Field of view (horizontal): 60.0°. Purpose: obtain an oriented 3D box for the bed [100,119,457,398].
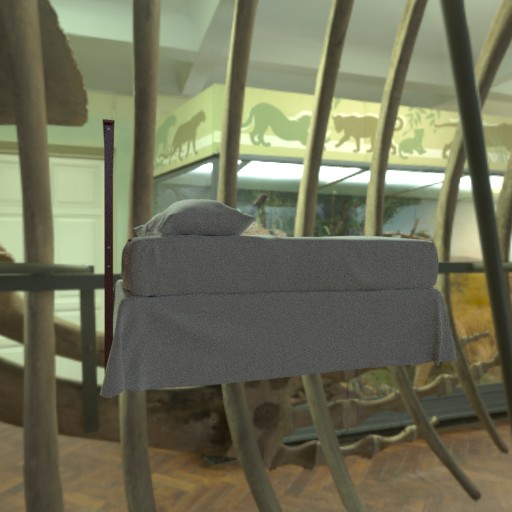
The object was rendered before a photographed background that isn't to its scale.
[{"bbox_3d":[0.000,0.000,3.143,2.050,1.270,1.870,0,0,-18],"label":"bed"}]
